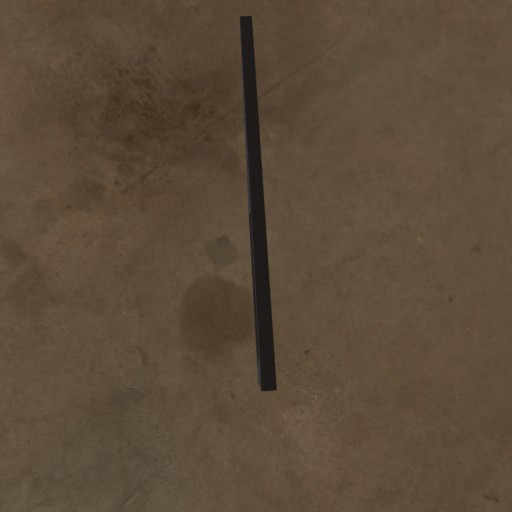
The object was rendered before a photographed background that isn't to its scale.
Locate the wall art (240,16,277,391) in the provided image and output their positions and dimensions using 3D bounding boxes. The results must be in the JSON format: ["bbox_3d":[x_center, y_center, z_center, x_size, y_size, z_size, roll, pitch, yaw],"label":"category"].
[{"bbox_3d":[0.000,0.000,0.675,0.013,0.534,0.380,-3,75,-1],"label":"wall art"}]
